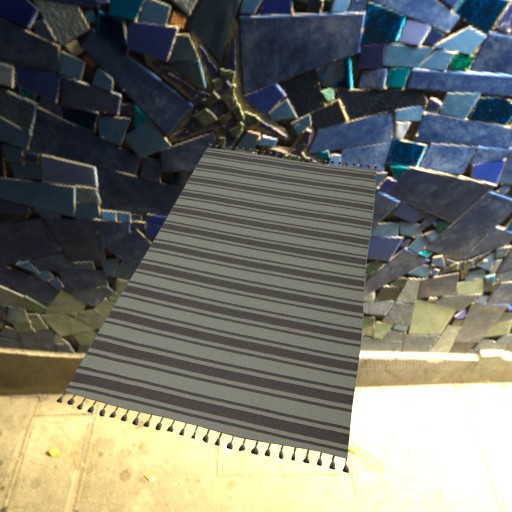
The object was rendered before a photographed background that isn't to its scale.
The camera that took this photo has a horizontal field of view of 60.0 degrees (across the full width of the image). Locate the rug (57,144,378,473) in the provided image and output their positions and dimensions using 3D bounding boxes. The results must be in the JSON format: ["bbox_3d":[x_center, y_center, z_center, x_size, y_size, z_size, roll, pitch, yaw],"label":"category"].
[{"bbox_3d":[0.000,0.000,2.467,1.229,0.011,2.096,10,47,10],"label":"rug"}]
